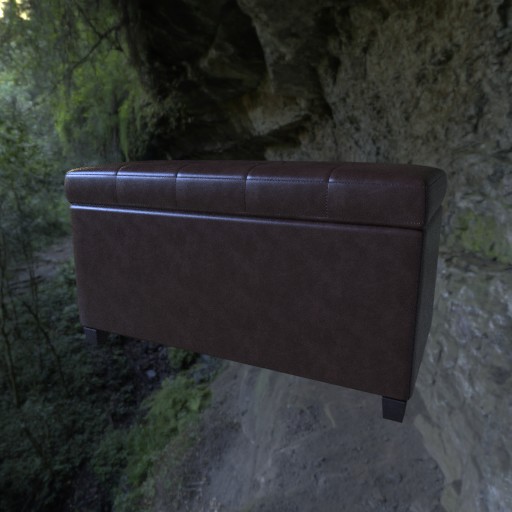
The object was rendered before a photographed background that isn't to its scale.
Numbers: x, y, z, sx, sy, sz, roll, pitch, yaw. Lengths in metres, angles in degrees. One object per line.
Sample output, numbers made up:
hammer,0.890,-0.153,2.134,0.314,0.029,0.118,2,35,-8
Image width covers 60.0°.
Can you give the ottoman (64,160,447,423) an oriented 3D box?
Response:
ottoman,0.000,0.000,1.121,0.838,0.470,0.432,7,15,25
